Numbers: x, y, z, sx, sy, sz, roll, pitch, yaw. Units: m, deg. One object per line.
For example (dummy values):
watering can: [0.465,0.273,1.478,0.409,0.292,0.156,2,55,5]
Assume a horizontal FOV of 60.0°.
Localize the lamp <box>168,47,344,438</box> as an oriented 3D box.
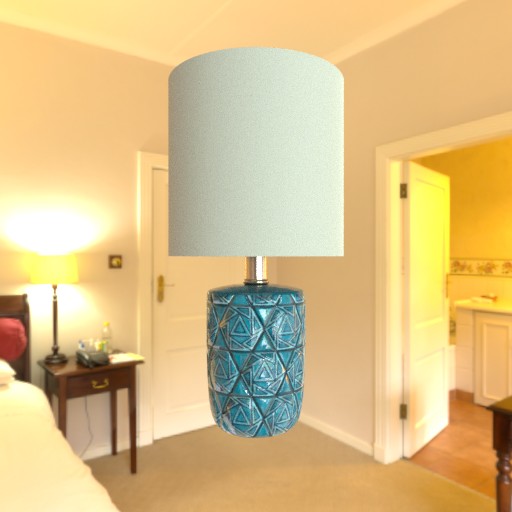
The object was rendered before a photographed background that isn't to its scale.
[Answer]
lamp: [0.000,0.000,0.496,0.193,0.377,0.193,0,0,16]
